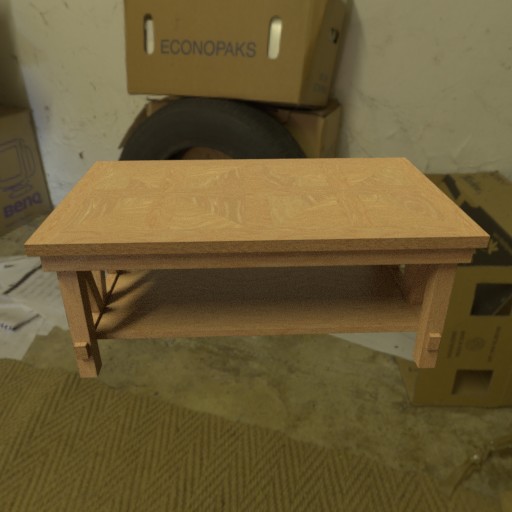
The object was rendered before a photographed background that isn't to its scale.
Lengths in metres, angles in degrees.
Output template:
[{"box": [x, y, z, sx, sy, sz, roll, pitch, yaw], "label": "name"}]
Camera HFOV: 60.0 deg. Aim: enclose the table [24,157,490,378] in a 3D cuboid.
[{"box": [0.000, 0.000, 1.639, 1.270, 0.507, 0.711, -1, 30, -2], "label": "table"}]
